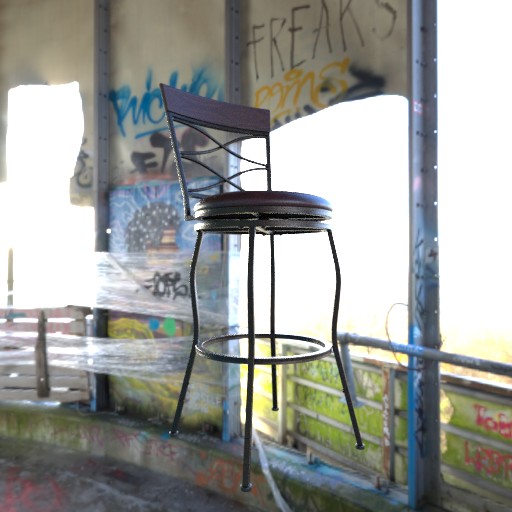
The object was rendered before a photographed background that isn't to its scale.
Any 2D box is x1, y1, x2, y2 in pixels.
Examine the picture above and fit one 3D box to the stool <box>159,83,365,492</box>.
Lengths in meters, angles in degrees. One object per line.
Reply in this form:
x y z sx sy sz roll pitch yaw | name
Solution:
0.000 0.000 1.388 0.448 1.130 0.513 0 -1 -35 | stool
